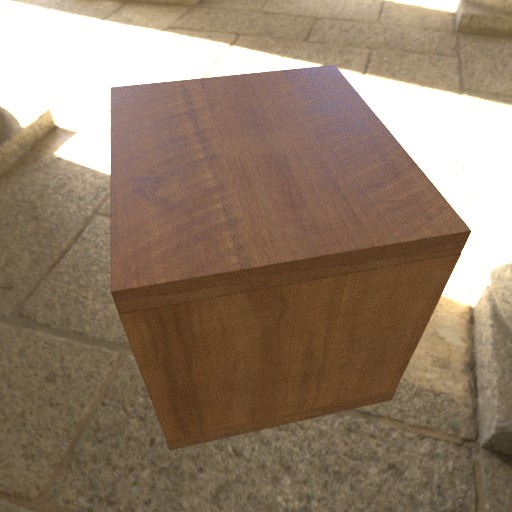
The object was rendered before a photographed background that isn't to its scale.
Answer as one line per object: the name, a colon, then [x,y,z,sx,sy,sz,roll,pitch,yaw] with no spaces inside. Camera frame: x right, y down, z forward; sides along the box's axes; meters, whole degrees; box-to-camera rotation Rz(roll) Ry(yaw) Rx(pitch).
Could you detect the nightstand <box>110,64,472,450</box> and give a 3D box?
nightstand: [0.000,0.000,0.851,0.436,0.491,0.493,-9,47,-9]
